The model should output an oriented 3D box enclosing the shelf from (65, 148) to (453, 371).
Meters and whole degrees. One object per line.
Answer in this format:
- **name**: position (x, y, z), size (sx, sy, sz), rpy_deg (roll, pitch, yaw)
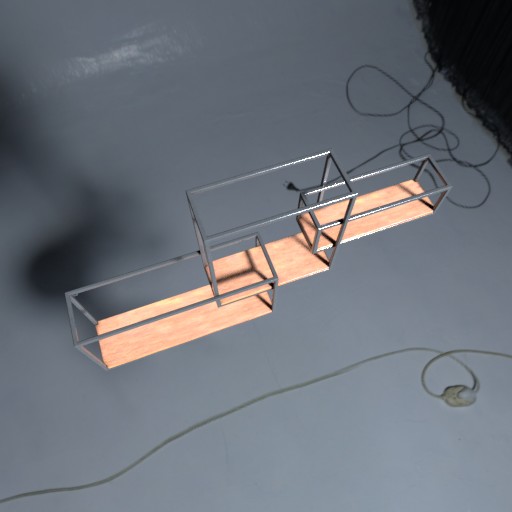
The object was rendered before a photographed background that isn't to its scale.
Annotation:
- **shelf**: position (0.000, 0.000, 2.099), size (1.781, 0.972, 0.275), rpy_deg (-18, 64, -9)
